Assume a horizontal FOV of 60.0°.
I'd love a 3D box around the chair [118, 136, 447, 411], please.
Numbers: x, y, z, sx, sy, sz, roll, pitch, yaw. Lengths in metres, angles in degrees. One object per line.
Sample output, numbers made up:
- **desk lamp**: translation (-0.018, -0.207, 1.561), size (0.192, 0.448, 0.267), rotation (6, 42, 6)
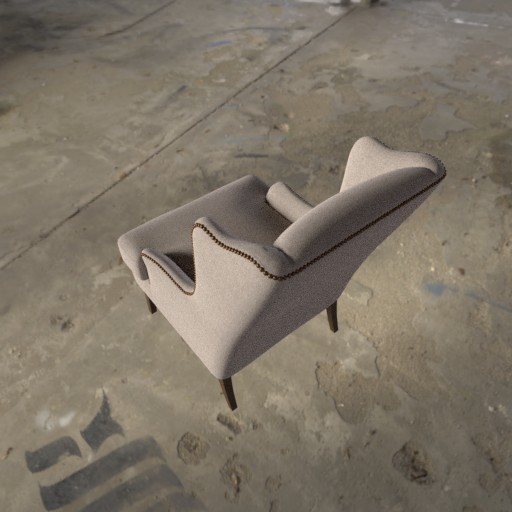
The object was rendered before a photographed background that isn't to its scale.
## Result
- **chair**: translation (0.000, 0.000, 1.696), size (0.737, 1.029, 0.940), rotation (-30, 52, -27)
